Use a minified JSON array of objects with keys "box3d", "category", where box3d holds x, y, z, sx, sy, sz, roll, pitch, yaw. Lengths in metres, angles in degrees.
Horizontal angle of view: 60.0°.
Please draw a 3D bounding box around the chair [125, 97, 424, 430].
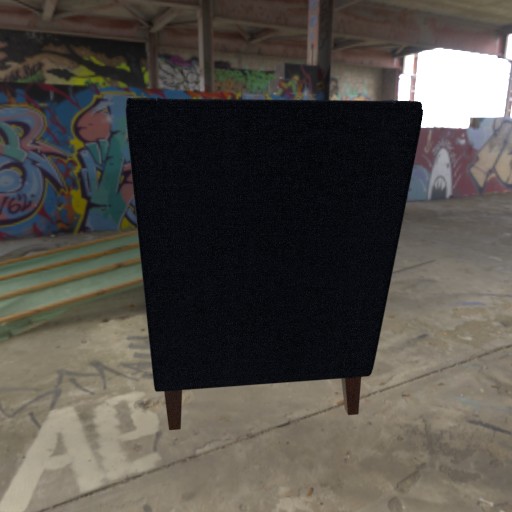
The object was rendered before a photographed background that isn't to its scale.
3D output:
[{"box3d":[0.000,0.000,1.682,0.764,1.072,0.947,-2,15,-7],"category":"chair"}]
